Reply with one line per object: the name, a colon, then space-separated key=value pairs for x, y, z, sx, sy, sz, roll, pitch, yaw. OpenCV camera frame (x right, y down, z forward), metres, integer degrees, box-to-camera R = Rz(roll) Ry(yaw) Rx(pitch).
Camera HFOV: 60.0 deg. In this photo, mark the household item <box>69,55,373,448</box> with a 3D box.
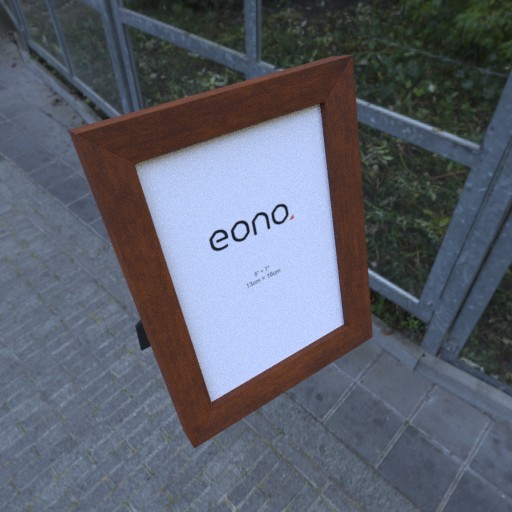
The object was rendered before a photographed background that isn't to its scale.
household item: x=0.000 y=0.000 z=0.283 sx=0.160 sy=0.204 sz=0.096 roll=-25 pitch=50 yaw=-23
